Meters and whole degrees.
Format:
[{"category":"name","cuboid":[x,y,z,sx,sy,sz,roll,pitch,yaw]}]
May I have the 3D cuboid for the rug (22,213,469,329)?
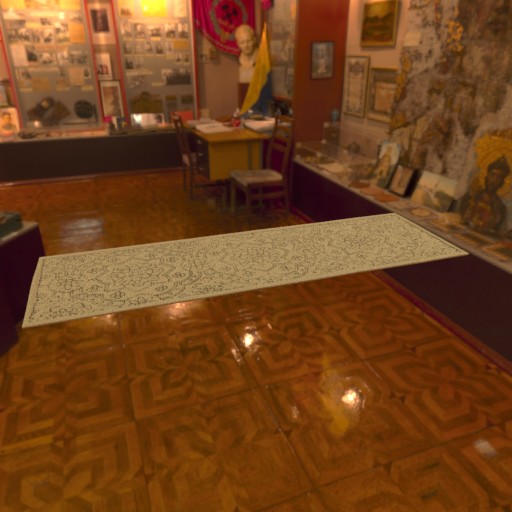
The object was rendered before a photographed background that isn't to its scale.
[{"category":"rug","cuboid":[0.000,0.000,2.635,2.448,0.012,0.769,-8,26,-17]}]
